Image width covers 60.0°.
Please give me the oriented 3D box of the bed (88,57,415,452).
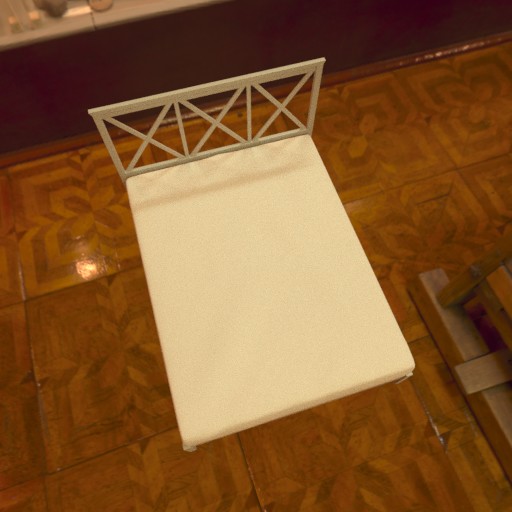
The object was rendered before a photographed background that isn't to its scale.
[{"bbox_3d":[0.000,0.000,3.163,1.673,1.253,2.135,-16,65,-7],"label":"bed"}]
